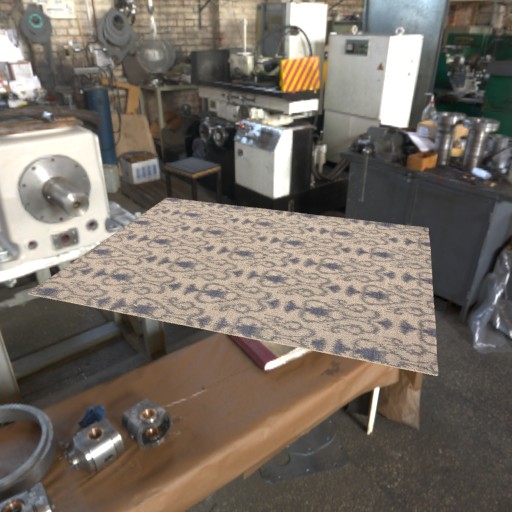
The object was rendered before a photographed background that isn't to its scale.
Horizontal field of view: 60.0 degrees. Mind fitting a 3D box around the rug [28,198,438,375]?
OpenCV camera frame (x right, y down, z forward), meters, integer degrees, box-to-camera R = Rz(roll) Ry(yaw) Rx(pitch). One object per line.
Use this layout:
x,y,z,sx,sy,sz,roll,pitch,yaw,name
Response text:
0.000,0.000,4.261,3.205,0.015,2.437,8,28,16,rug
